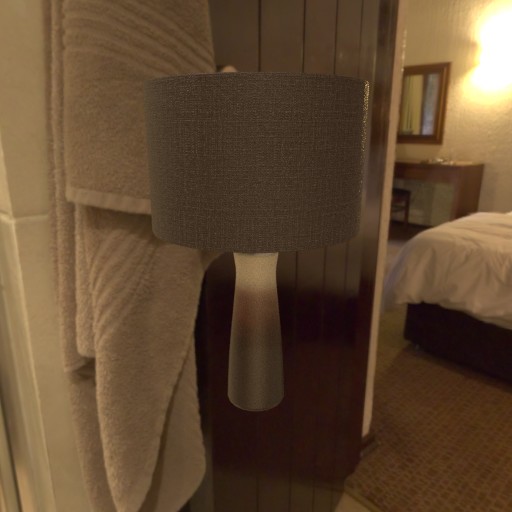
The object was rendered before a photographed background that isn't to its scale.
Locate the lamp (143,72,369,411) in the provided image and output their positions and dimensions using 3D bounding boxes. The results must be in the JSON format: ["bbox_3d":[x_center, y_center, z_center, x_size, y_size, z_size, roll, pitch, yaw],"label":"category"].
[{"bbox_3d":[0.000,0.000,0.677,0.303,0.488,0.303,0,16,0],"label":"lamp"}]
